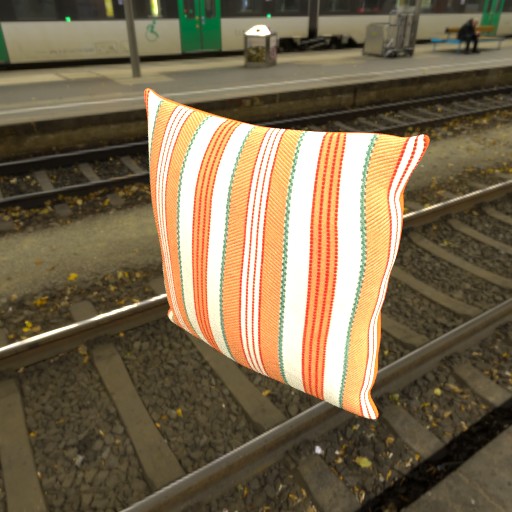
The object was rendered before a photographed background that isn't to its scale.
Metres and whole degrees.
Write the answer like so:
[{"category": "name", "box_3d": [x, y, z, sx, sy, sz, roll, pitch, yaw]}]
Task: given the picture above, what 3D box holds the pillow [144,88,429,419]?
[{"category": "pillow", "box_3d": [0.000, 0.000, 0.669, 0.440, 0.441, 0.182, 20, 35, 31]}]
